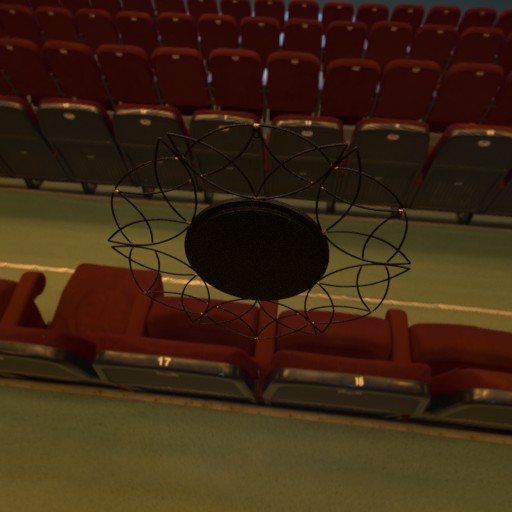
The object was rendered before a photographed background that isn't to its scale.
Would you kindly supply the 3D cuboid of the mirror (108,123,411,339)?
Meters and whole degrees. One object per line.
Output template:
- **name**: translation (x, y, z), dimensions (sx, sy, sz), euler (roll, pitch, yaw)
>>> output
- **mirror**: translation (0.000, 0.000, 1.159), dimensions (0.797, 0.775, 0.028), euler (4, 47, 4)
